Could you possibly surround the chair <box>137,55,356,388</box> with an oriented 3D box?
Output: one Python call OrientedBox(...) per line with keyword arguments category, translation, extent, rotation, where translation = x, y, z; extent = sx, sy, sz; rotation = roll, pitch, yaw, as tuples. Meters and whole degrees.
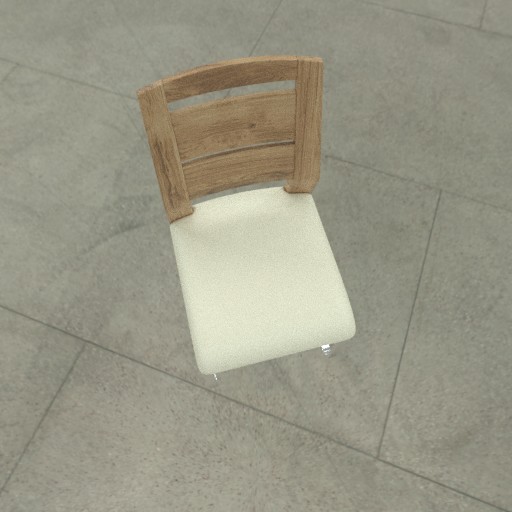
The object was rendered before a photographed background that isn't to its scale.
OrientedBox(category="chair", translation=(0.000, 0.000, 1.283), extent=(0.457, 0.955, 0.561), rotation=(-13, 64, -6))
